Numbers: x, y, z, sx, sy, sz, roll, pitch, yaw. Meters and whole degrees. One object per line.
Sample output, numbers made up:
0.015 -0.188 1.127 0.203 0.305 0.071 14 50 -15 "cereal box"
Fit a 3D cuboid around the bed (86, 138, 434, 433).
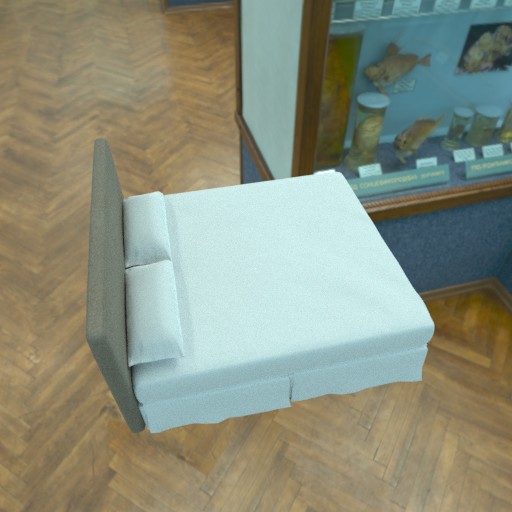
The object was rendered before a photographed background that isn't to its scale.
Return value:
0.000 0.000 3.643 2.341 1.317 2.119 -9 47 -9 "bed"
